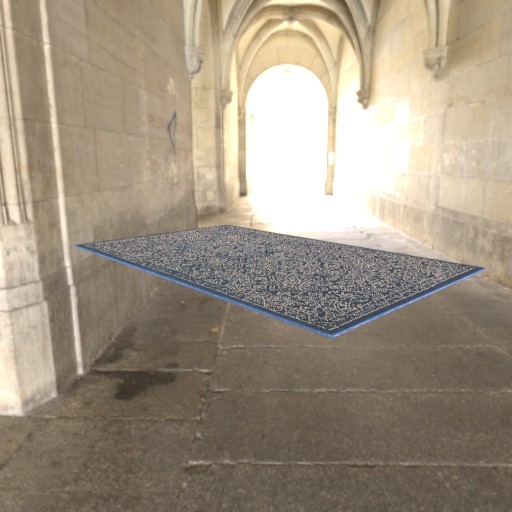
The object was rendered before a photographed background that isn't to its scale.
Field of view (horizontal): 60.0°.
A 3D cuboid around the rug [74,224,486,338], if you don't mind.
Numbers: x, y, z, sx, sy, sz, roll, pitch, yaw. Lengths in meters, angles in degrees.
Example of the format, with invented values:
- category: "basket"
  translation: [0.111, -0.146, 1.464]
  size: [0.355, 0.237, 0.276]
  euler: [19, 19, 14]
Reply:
- category: "rug"
  translation: [0.000, 0.000, 3.035]
  size: [1.526, 0.015, 2.441]
  euler: [-12, 17, -42]
